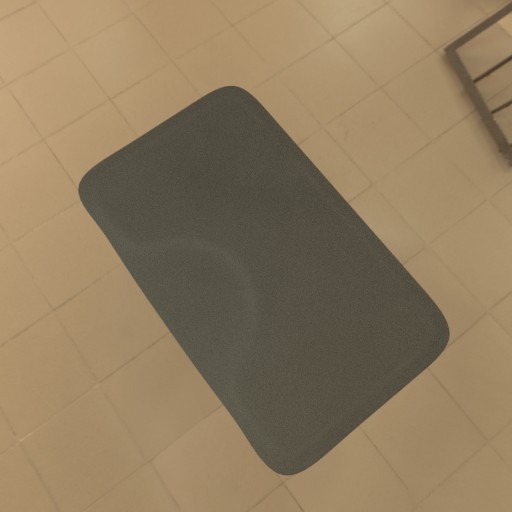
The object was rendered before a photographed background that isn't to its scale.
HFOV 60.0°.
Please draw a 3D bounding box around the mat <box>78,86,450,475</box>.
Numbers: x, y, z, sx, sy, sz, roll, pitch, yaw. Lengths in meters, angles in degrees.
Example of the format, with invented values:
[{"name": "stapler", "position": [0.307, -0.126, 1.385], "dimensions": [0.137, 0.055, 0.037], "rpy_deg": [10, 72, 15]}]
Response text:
[{"name": "mat", "position": [0.000, 0.000, 1.841], "dimensions": [0.918, 0.013, 1.524], "rpy_deg": [-36, 77, -9]}]
